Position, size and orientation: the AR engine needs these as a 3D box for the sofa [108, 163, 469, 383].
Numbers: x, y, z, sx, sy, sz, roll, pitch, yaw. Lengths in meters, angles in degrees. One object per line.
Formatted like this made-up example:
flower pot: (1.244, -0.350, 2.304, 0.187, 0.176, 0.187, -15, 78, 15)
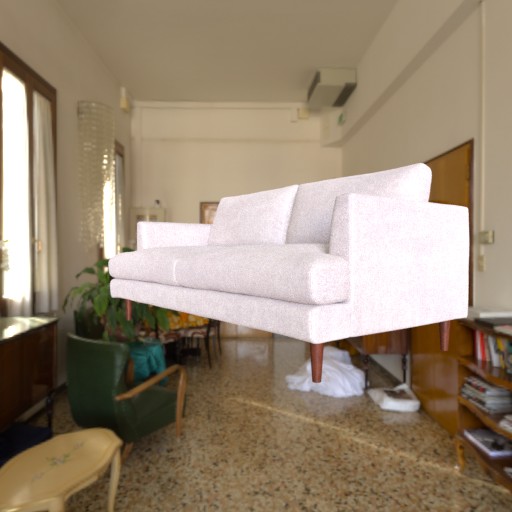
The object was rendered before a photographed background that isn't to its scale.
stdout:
sofa: (0.000, 0.000, 2.500, 1.020, 0.868, 1.948, 0, 1, -37)
